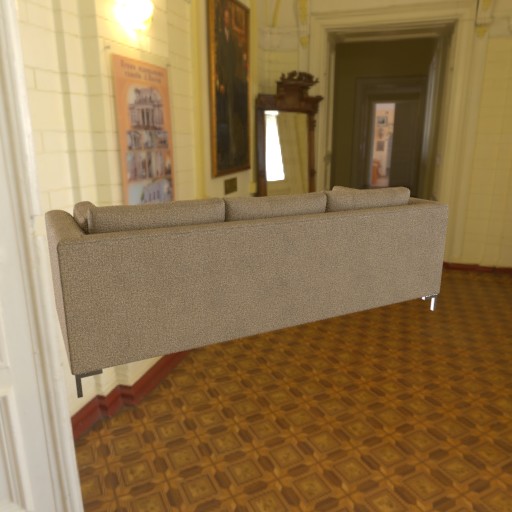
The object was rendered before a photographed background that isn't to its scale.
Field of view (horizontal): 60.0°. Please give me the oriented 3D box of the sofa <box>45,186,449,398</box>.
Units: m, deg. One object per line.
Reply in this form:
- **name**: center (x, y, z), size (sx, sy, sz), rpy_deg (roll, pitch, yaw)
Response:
- **sofa**: center (0.000, 0.000, 2.908), size (2.415, 0.867, 0.969), rpy_deg (-8, 17, -27)
